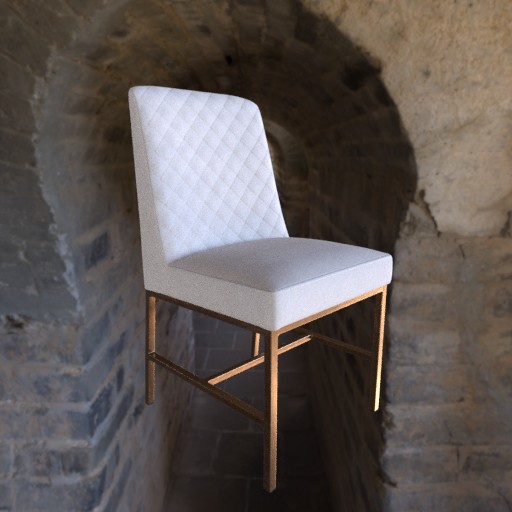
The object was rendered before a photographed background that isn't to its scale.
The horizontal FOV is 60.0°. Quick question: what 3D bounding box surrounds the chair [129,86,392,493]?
[{"bbox_3d":[0.000,0.000,1.256,0.597,0.933,0.503,13,18,43],"label":"chair"}]
